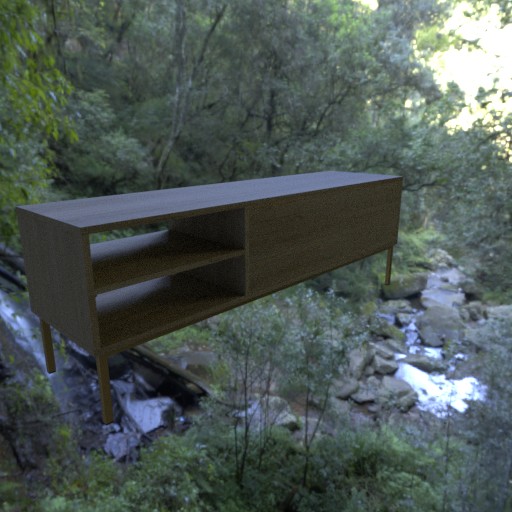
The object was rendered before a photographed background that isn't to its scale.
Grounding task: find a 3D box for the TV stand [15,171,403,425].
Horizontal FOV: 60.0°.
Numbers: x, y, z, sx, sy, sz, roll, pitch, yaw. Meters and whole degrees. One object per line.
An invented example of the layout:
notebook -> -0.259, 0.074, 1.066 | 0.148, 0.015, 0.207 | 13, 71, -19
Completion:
TV stand -> 0.000, 0.000, 1.791 | 0.420, 0.550, 1.600 | 15, 22, 42
